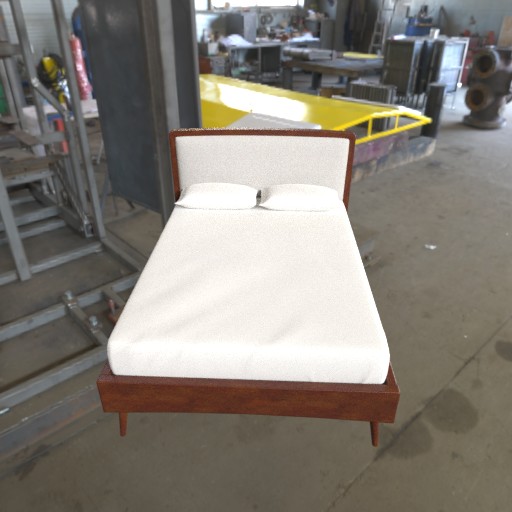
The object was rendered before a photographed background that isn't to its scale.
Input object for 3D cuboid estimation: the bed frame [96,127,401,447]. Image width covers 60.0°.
[{"bbox_3d":[0.000,0.000,3.165,1.587,1.279,2.171,1,30,2],"label":"bed frame"}]
